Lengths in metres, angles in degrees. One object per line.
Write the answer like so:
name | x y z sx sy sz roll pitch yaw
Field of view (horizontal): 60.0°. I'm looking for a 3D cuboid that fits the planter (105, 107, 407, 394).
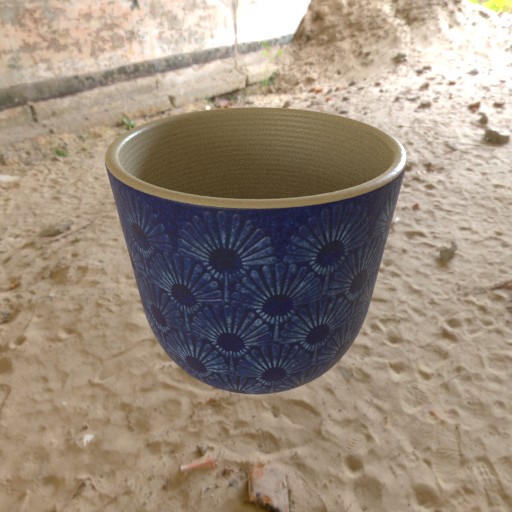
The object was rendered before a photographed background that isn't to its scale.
planter | 0.000 0.000 0.363 0.206 0.190 0.206 0 32 0
